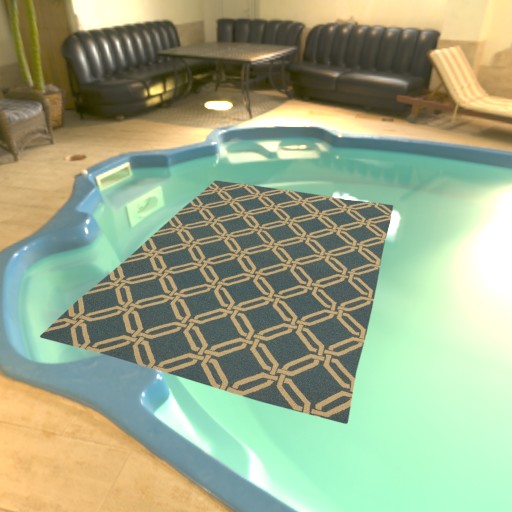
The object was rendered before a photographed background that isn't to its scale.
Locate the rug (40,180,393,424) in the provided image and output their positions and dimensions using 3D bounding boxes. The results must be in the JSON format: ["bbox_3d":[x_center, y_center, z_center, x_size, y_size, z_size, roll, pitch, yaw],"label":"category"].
[{"bbox_3d":[0.000,0.000,2.804,1.524,0.013,2.135,11,33,16],"label":"rug"}]
